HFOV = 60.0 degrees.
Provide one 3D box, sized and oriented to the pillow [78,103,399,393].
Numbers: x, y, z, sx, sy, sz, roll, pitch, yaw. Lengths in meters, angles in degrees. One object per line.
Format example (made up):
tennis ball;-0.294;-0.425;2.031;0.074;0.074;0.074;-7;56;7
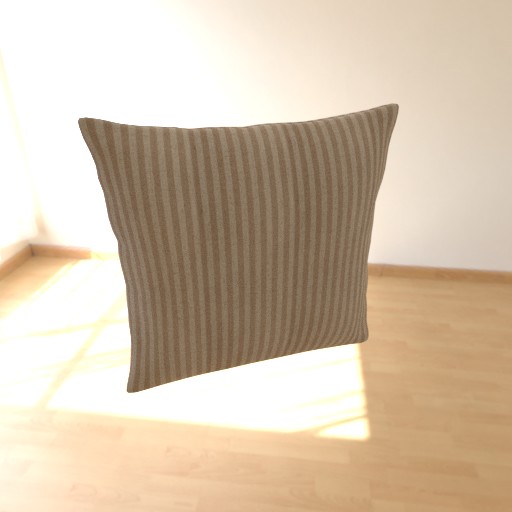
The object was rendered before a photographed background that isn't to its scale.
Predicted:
pillow;0.000;0.000;0.802;0.523;0.510;0.166;-8;27;-16
